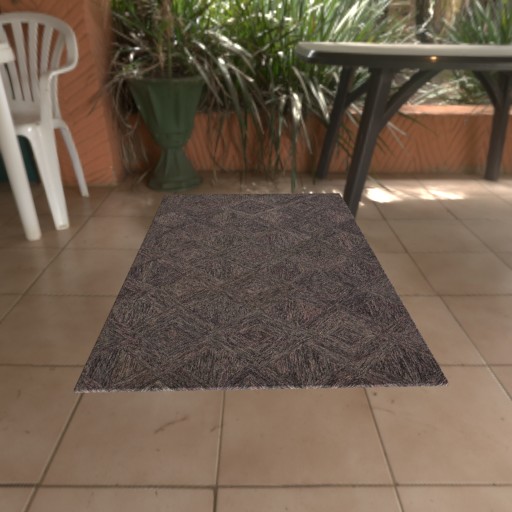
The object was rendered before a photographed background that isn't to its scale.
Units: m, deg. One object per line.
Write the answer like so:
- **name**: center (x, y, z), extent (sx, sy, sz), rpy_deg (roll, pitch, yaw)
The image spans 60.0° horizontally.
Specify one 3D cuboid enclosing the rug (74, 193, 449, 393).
- **rug**: center (0.000, 0.000, 2.785), extent (1.501, 0.017, 2.298), rpy_deg (-1, 27, -1)
